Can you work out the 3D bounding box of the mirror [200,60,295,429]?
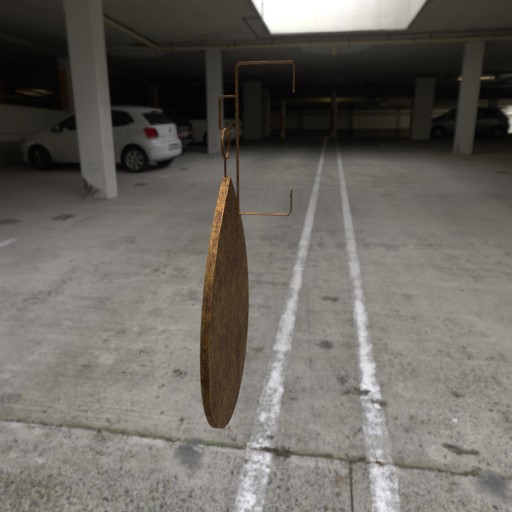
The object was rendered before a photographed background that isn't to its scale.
[{"bbox_3d":[0.000,0.000,0.919,0.144,0.744,0.405,2,15,9],"label":"mirror"}]
